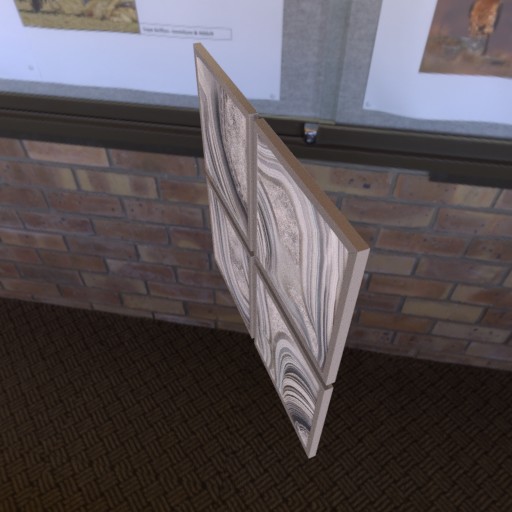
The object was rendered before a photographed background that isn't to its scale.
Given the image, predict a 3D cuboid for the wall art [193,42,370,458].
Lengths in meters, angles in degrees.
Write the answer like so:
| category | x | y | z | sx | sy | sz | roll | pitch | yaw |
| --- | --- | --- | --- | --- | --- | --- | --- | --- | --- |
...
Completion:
| category | x | y | z | sx | sy | sz | roll | pitch | yaw |
| --- | --- | --- | --- | --- | --- | --- | --- | --- | --- |
| wall art | 0.000 | 0.000 | 1.630 | 0.029 | 1.118 | 1.118 | -16 | 49 | -15 |
